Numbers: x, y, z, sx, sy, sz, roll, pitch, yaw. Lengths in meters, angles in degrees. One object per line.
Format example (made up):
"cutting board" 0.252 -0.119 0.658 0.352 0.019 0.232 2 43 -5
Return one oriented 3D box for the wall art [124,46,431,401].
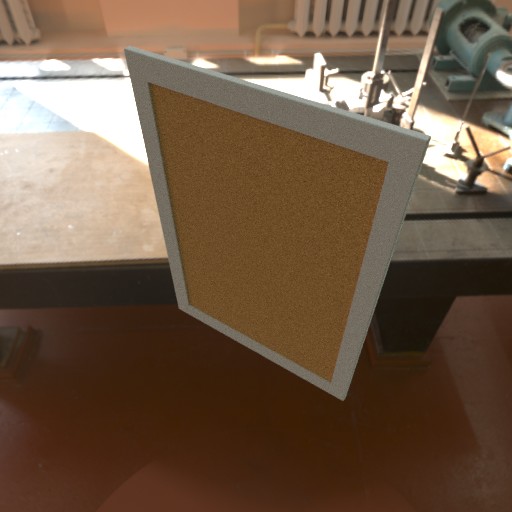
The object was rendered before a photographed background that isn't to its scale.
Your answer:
"wall art" 0.000 0.000 0.663 0.374 0.529 0.012 25 52 22
